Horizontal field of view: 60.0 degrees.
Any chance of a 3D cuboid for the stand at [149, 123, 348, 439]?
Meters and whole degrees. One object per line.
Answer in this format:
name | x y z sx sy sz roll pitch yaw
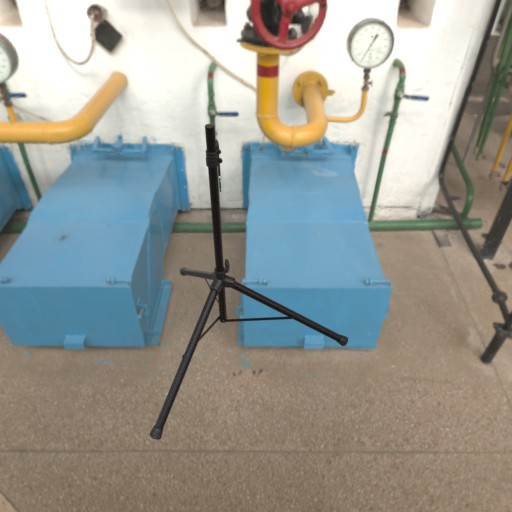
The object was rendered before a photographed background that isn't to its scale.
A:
stand | 0.000 0.000 1.843 0.907 1.136 1.045 1 40 1
